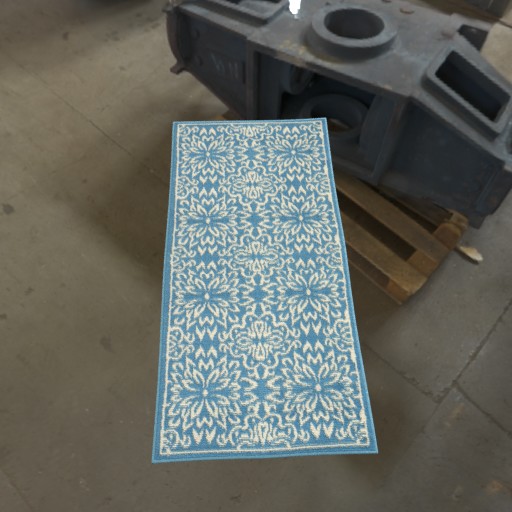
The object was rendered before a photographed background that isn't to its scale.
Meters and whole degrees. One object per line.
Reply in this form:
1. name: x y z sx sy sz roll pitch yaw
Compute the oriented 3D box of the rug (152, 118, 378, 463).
1. rug: 0.000 0.000 1.463 0.604 0.007 1.219 -2 62 -1
